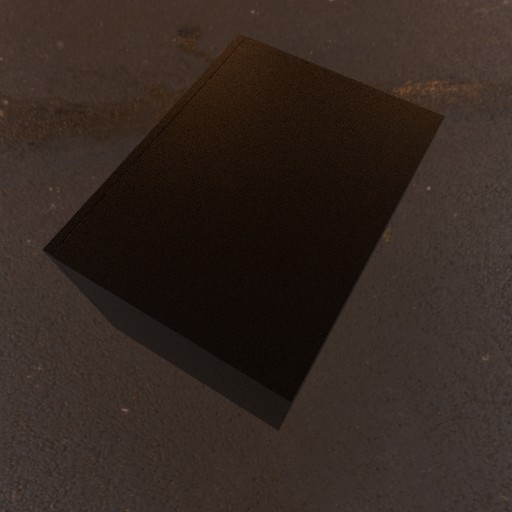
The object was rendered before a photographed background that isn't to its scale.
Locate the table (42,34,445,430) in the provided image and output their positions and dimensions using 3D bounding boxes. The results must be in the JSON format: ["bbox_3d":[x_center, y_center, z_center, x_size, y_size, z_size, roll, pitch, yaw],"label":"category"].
[{"bbox_3d":[0.000,0.000,0.984,0.441,0.584,0.564,28,67,13],"label":"table"}]
